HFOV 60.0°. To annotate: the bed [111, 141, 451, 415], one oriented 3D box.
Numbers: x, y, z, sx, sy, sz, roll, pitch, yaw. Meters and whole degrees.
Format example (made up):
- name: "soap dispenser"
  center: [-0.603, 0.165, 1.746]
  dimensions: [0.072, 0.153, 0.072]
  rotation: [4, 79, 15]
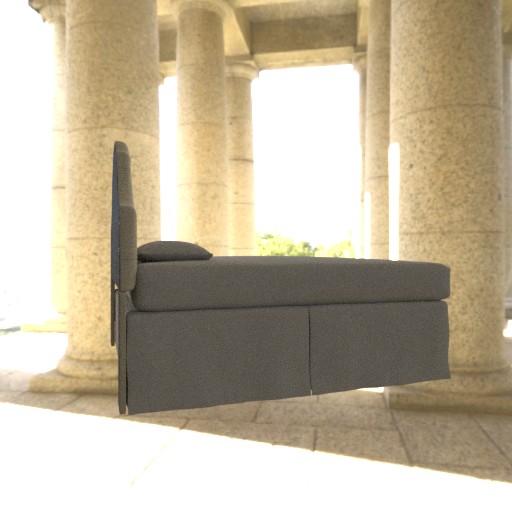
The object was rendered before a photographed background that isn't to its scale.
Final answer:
- name: "bed"
  center: [0.000, 0.000, 3.413]
  dimensions: [2.086, 1.555, 2.012]
  rotation: [0, 0, -19]
